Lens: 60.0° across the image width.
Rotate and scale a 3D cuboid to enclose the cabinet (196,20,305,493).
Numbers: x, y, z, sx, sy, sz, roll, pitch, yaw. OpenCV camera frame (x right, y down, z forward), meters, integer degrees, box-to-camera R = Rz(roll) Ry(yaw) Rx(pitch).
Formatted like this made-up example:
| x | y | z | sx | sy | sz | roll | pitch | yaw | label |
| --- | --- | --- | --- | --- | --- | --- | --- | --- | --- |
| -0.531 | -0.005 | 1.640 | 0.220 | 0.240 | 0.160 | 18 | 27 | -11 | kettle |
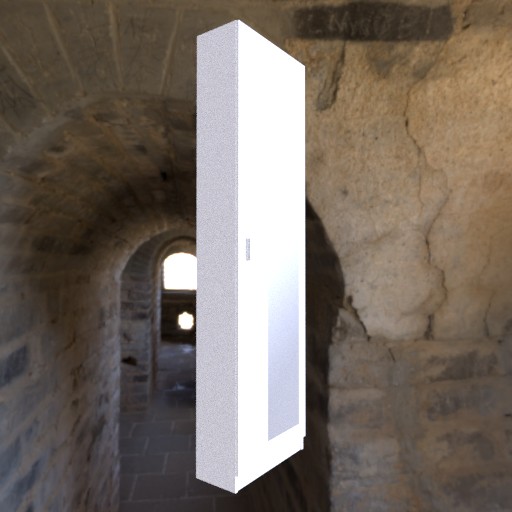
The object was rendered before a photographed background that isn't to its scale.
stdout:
| x | y | z | sx | sy | sz | roll | pitch | yaw | label |
| --- | --- | --- | --- | --- | --- | --- | --- | --- | --- |
| 0.000 | 0.000 | 1.930 | 0.230 | 1.790 | 0.500 | -1 | -1 | 36 | cabinet |
